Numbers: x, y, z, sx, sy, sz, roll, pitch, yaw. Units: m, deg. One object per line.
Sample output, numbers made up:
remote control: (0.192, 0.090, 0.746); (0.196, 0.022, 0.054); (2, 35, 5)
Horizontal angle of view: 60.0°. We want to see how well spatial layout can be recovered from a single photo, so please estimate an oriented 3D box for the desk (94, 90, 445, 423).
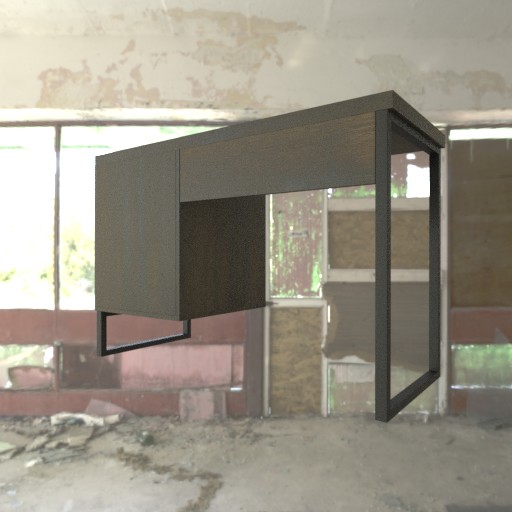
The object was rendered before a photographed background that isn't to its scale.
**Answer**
desk: (0.000, 0.000, 1.536); (1.134, 0.752, 0.511); (0, 0, 36)
